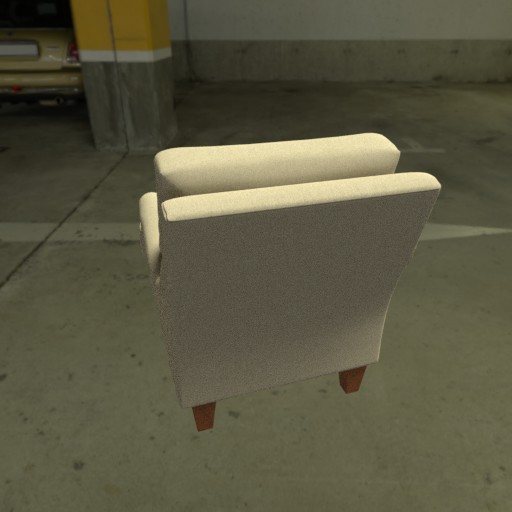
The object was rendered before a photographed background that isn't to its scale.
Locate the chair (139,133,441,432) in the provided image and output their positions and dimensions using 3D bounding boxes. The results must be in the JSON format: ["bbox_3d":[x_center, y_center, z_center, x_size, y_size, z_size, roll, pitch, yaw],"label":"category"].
[{"bbox_3d":[0.000,0.000,1.862,0.895,1.076,1.078,-9,29,-16],"label":"chair"}]
